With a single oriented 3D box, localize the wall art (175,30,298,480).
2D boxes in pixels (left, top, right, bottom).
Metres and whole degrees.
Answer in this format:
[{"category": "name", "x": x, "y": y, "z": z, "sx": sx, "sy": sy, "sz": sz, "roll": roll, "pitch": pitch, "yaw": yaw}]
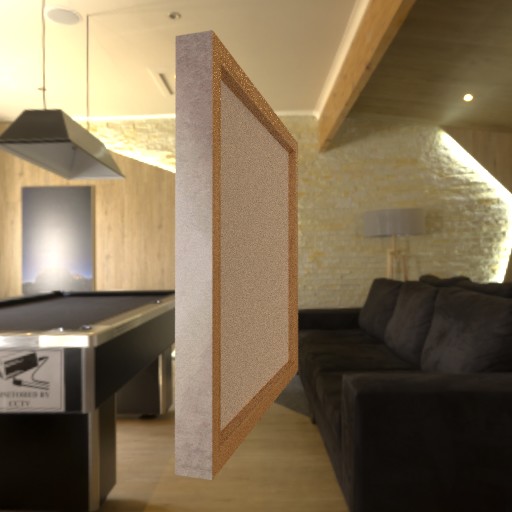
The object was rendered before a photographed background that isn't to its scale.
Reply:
[{"category": "wall art", "x": 0.000, "y": 0.000, "z": 0.448, "sx": 0.028, "sy": 0.303, "sz": 0.303, "roll": 0, "pitch": 0, "yaw": 16}]
